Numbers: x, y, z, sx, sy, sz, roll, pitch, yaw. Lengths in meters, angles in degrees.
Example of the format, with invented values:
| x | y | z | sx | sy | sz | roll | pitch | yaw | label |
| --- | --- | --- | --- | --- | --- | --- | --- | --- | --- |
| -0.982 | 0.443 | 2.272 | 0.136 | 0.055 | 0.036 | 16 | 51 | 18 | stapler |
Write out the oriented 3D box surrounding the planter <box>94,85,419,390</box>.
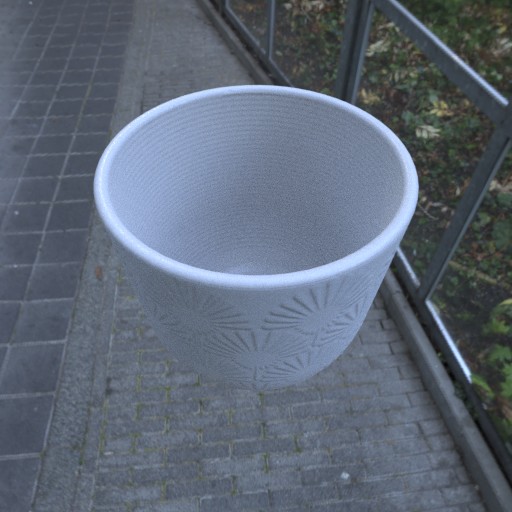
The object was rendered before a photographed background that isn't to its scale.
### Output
| x | y | z | sx | sy | sz | roll | pitch | yaw | label |
| --- | --- | --- | --- | --- | --- | --- | --- | --- | --- |
| 0.000 | 0.000 | 0.292 | 0.170 | 0.152 | 0.170 | 0 | 48 | 0 | planter |
